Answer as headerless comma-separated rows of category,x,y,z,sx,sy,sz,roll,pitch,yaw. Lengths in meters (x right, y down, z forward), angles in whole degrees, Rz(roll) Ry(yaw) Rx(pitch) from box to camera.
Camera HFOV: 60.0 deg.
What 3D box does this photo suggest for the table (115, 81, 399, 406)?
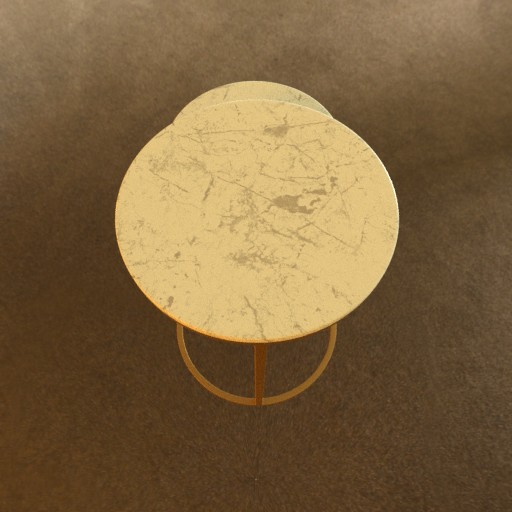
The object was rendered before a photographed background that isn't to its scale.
table,0.000,0.000,0.901,0.400,0.550,0.507,-1,63,-1
